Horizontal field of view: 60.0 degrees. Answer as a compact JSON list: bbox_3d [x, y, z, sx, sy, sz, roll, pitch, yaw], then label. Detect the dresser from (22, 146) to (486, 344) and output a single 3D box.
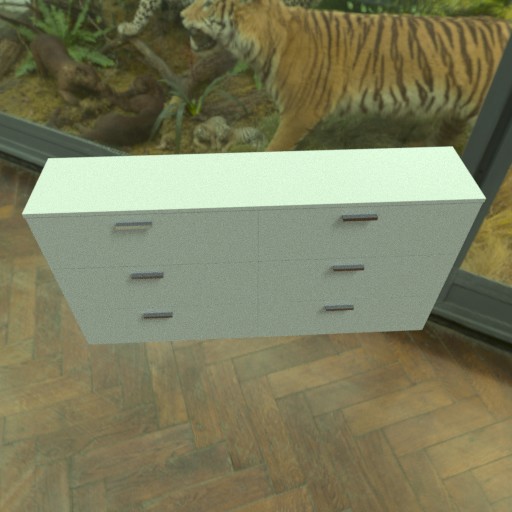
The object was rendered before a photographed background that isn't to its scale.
[{"bbox_3d":[0.000,0.000,1.853,1.535,0.790,0.333,-2,46,-2],"label":"dresser"}]
